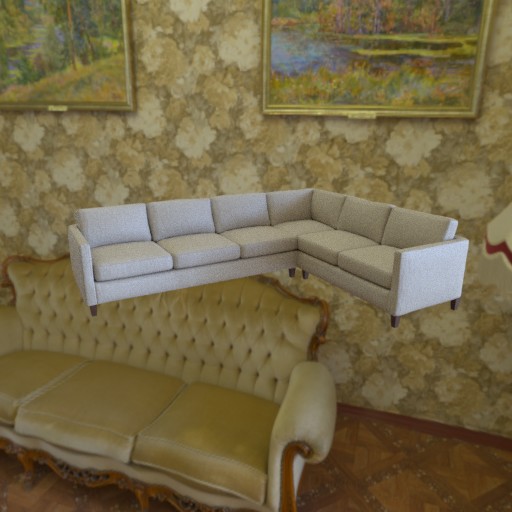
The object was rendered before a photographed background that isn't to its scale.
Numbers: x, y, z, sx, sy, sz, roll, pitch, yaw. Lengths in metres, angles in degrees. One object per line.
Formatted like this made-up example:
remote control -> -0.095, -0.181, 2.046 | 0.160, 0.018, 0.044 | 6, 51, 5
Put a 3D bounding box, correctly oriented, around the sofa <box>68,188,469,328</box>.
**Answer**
sofa -> 0.000, 0.000, 4.561 | 3.333, 0.934, 2.522 | -9, 19, -27
